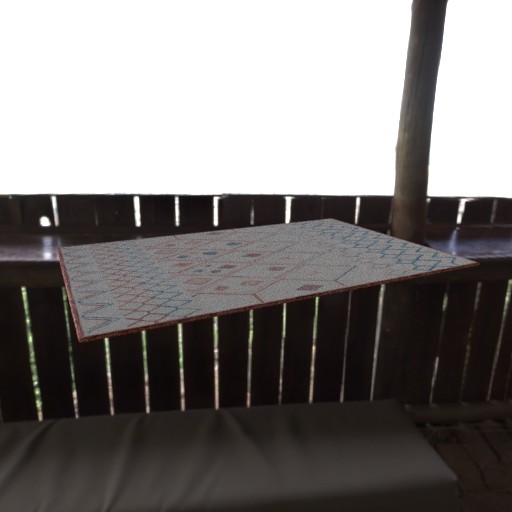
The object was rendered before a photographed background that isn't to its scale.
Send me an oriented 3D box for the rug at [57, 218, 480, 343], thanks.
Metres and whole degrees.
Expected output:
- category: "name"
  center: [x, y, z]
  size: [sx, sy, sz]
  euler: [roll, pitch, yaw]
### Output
- category: "rug"
  center: [0.000, 0.000, 2.289]
  size: [1.829, 0.016, 1.219]
  euler: [-8, 18, -25]
